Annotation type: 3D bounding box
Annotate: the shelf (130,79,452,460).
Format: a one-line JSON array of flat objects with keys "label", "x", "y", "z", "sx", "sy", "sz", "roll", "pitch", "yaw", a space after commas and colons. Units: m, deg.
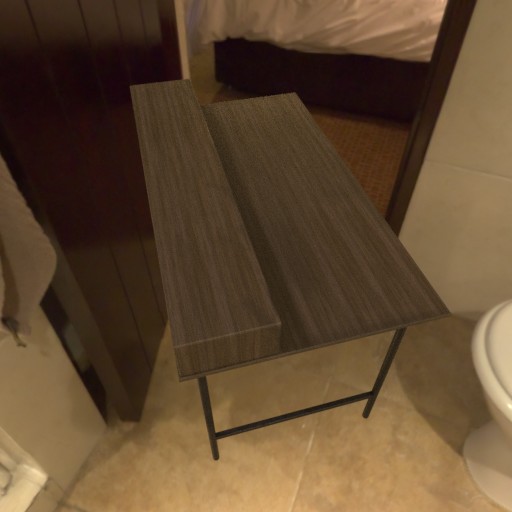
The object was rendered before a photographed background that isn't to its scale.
[{"label": "shelf", "x": 0.000, "y": 0.000, "z": 1.673, "sx": 0.685, "sy": 0.865, "sz": 1.212, "roll": -11, "pitch": 48, "yaw": -10}]
